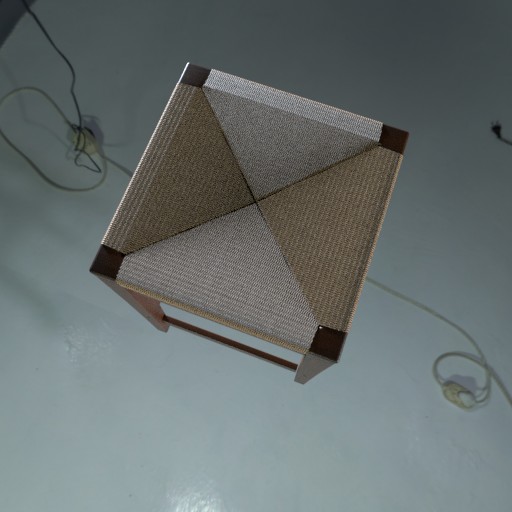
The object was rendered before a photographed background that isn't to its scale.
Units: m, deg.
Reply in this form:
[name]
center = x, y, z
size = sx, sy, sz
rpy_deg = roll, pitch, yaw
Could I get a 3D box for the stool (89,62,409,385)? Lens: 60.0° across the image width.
[stool]
center = 0.000, 0.000, 1.118
size = 0.507, 0.762, 0.497
rpy_deg = 20, 76, 5
